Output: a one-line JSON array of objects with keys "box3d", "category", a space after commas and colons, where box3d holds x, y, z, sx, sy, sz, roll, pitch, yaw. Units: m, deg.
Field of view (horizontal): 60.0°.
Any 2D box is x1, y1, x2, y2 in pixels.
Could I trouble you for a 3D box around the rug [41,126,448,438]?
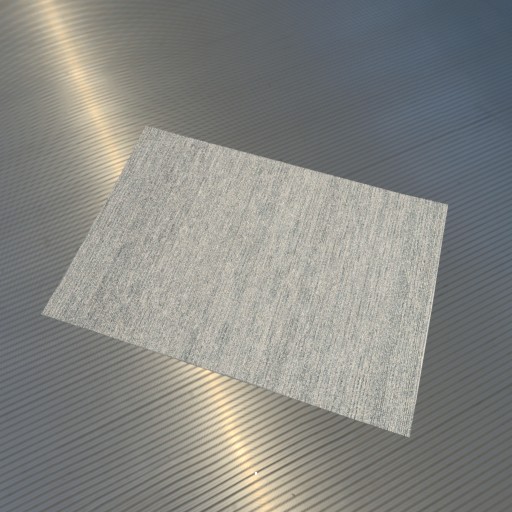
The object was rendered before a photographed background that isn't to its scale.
[{"box3d": [0.000, 0.000, 2.956, 2.338, 0.030, 1.616, 17, 65, 8], "category": "rug"}]
